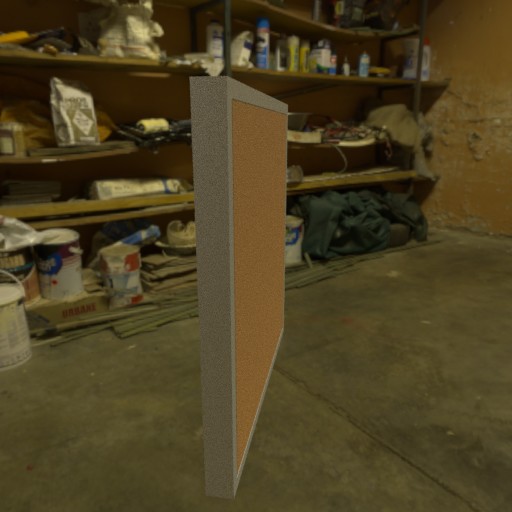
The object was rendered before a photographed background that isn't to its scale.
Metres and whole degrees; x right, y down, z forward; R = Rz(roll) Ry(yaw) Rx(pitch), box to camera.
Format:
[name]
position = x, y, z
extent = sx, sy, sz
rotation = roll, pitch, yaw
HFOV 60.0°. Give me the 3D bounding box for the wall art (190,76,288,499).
[wall art]
position = 0.000, 0.000, 0.742
extent = 0.038, 0.506, 0.506
rotation = 3, 16, 10
